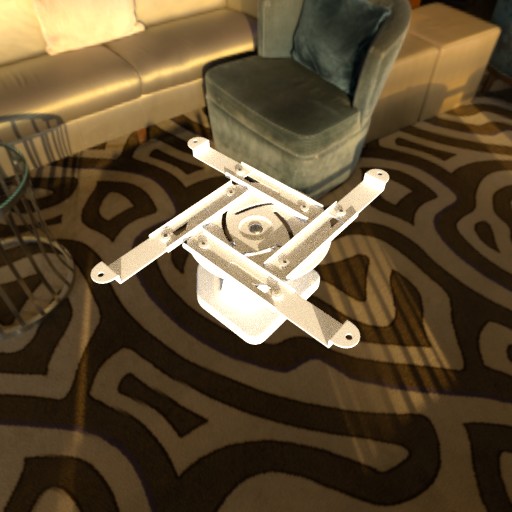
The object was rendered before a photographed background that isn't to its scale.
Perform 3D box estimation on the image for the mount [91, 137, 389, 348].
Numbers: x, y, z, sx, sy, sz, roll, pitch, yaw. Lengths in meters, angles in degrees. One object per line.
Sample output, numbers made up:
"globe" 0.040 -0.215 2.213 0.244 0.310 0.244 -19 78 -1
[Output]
"mount" 0.000 0.000 0.617 0.394 0.141 0.394 33 55 27
